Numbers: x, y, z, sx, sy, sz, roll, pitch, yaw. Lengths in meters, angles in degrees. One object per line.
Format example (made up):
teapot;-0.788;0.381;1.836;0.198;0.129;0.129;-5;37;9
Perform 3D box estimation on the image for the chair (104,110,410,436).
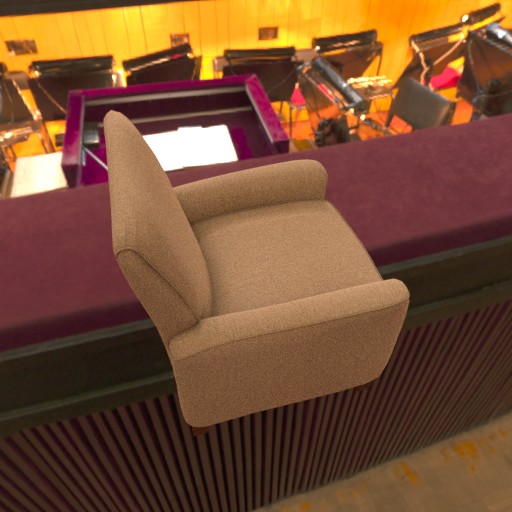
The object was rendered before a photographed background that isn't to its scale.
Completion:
chair;0.000;0.000;1.627;0.864;1.014;0.848;-11;46;-11
